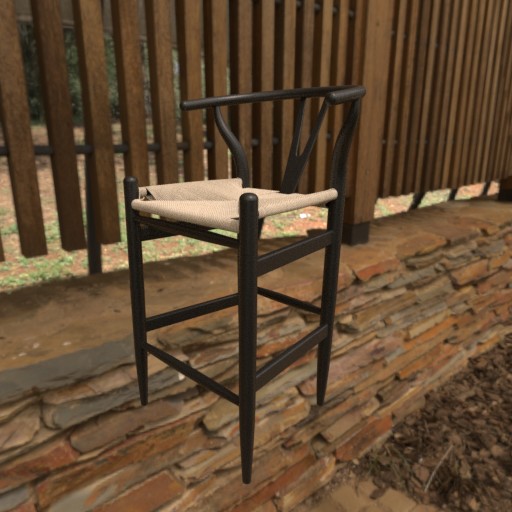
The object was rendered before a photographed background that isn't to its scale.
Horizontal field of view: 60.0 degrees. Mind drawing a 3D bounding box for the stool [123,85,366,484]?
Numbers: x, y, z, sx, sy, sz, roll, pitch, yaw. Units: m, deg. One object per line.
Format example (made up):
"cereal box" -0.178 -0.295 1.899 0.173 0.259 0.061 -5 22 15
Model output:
"stool" 0.000 0.000 1.315 0.569 0.970 0.579 15 22 42
